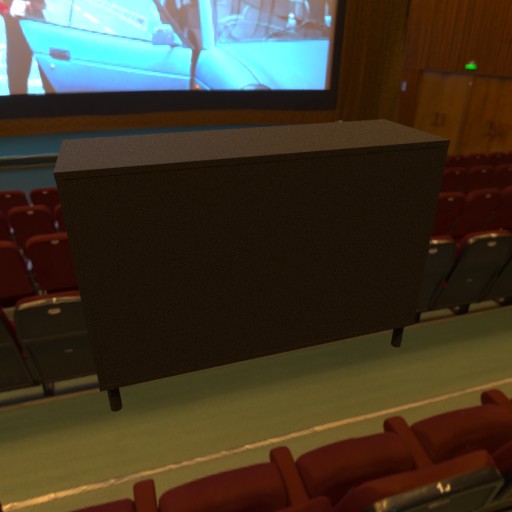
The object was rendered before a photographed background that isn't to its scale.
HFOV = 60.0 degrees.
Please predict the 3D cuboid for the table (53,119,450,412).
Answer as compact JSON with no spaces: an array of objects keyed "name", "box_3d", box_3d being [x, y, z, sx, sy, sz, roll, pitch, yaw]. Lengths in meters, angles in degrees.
[{"name":"table","box_3d":[0.000,0.000,1.642,1.200,0.855,0.400,-8,28,-16]}]
